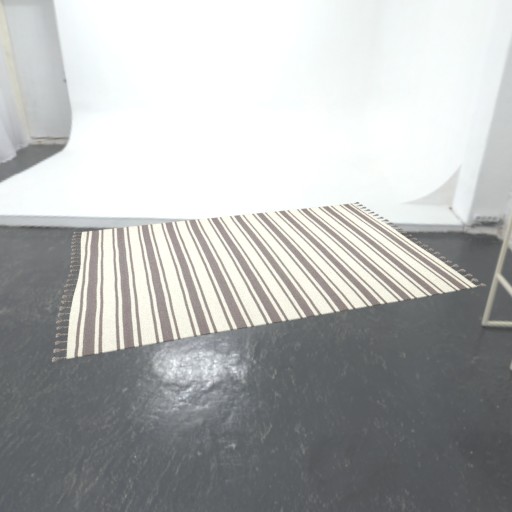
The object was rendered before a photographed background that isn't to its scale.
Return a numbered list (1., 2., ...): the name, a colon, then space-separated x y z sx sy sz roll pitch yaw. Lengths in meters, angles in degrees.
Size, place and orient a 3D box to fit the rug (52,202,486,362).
1. rug: 0.000 0.000 2.993 2.425 0.014 1.563 -8 27 -15
